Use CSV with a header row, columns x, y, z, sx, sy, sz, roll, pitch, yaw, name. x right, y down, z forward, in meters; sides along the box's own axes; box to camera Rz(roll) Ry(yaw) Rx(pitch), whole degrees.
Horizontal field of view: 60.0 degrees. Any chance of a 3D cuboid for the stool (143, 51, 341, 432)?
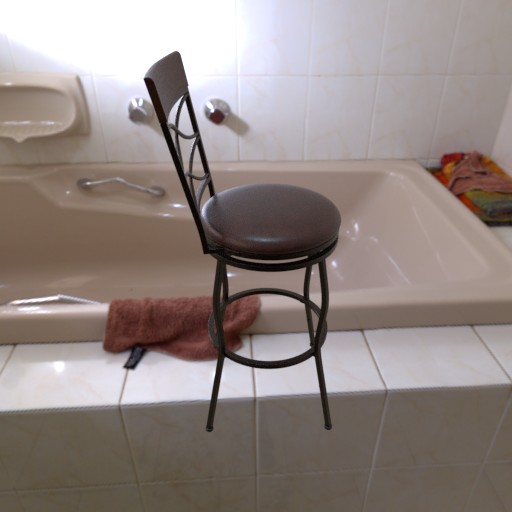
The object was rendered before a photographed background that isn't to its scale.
x,y,z,sx,sy,sz,roll,pitch,yaw,name
0.000,0.000,1.394,0.513,1.130,0.448,-1,31,-1,stool
